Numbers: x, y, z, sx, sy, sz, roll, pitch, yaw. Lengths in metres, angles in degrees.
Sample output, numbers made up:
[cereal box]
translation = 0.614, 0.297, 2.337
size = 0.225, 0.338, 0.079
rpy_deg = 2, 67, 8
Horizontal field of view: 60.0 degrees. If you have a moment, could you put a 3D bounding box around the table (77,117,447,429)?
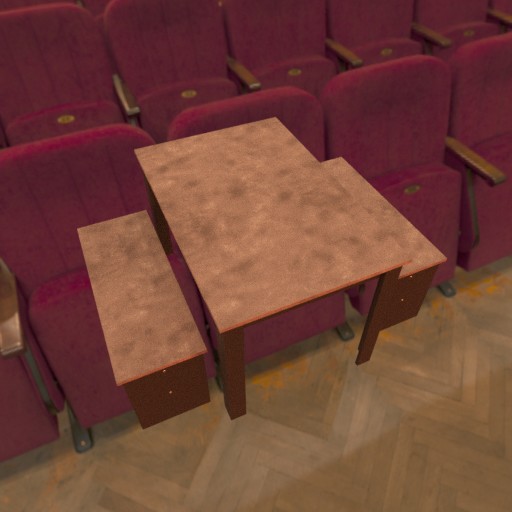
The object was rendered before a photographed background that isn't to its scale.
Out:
[table]
translation = 0.000, 0.000, 2.062
size = 1.443, 0.700, 1.100
rpy_deg = -18, 49, -17
